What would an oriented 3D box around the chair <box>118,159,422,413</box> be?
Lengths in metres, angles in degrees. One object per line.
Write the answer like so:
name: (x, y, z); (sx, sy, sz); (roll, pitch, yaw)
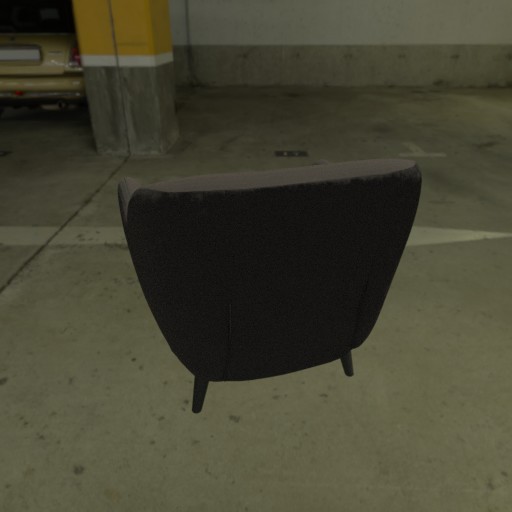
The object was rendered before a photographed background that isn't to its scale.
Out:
chair: (0.000, 0.000, 1.510); (0.840, 0.807, 0.819); (-8, 28, -16)
